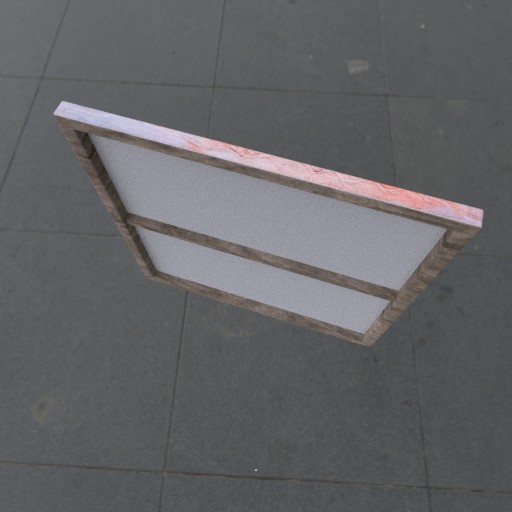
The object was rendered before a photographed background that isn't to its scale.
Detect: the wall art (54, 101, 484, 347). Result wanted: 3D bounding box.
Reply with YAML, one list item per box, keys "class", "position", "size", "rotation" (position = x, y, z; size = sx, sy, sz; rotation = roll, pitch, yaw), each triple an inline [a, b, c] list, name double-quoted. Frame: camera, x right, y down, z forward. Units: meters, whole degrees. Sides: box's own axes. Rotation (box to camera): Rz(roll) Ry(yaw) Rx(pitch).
- class: "wall art"
  position: [0.000, 0.000, 1.077]
  size: [0.747, 0.747, 0.035]
  rotation: [16, 65, 8]
